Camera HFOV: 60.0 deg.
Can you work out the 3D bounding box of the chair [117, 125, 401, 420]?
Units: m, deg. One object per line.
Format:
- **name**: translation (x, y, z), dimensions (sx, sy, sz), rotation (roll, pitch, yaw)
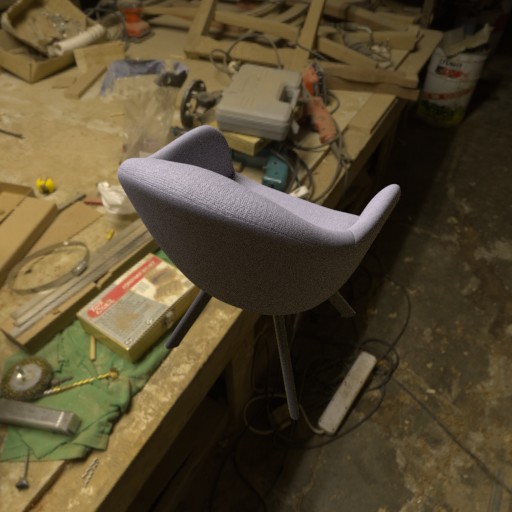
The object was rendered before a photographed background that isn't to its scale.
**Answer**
- **chair**: translation (0.000, 0.000, 1.197), dimensions (0.590, 0.795, 0.550), rotation (23, 50, 21)
